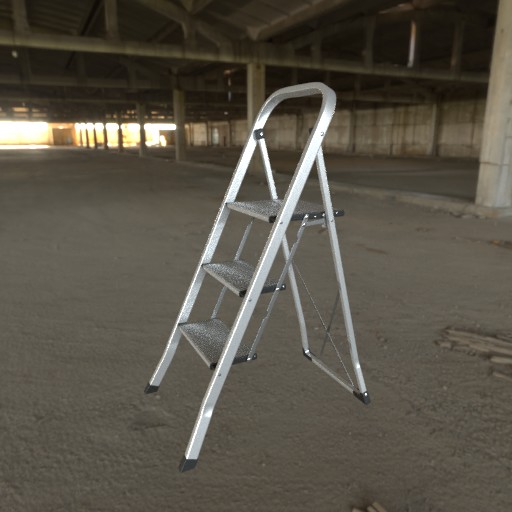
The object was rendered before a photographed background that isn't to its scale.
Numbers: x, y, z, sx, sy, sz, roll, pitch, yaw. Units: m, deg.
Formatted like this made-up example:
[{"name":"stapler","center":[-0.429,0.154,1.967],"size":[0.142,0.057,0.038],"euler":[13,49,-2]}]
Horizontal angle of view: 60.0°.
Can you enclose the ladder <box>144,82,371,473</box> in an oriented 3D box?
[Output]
[{"name":"ladder","center":[0.000,0.000,1.458],"size":[0.704,1.070,0.465],"euler":[-7,17,-25]}]
